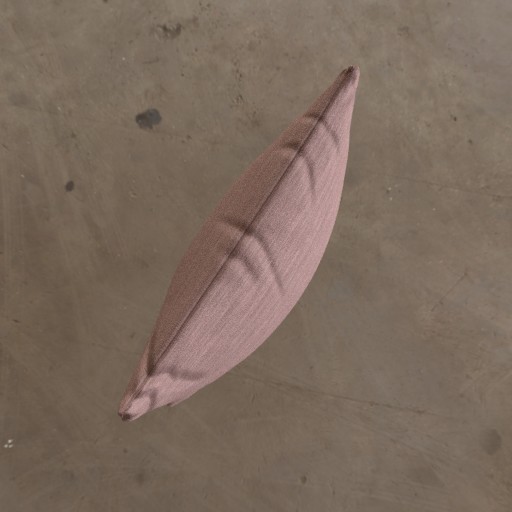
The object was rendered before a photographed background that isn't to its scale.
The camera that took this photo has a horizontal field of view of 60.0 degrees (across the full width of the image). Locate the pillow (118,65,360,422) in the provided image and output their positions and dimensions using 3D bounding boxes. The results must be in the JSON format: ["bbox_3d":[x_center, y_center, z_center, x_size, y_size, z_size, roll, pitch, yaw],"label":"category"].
[{"bbox_3d":[0.000,0.000,0.793,0.210,0.338,0.633,31,77,8],"label":"pillow"}]
